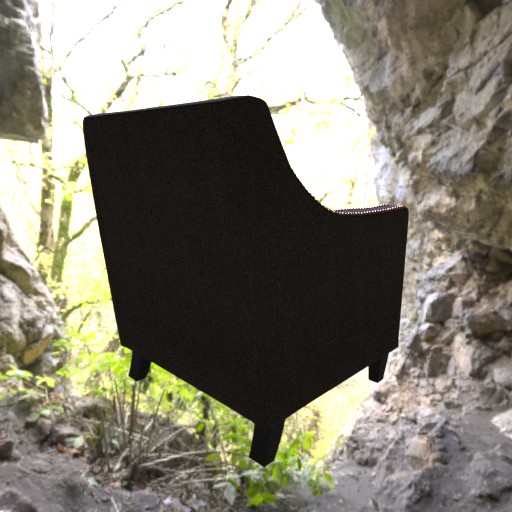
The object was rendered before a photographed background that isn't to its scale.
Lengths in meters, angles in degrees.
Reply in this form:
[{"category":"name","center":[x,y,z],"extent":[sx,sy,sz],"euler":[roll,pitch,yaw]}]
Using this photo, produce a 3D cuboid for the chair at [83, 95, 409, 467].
[{"category":"chair","center":[0.000,0.000,1.590],"extent":[0.776,0.967,0.884],"euler":[13,18,43]}]
